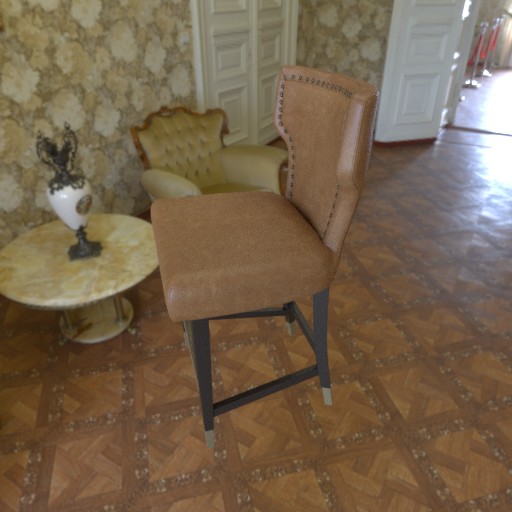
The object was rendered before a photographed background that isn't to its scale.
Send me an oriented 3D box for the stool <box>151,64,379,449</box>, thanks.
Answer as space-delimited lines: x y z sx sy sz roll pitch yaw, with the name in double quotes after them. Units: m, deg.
0.000 0.000 1.310 0.563 0.982 0.526 -8 31 -13 "stool"
